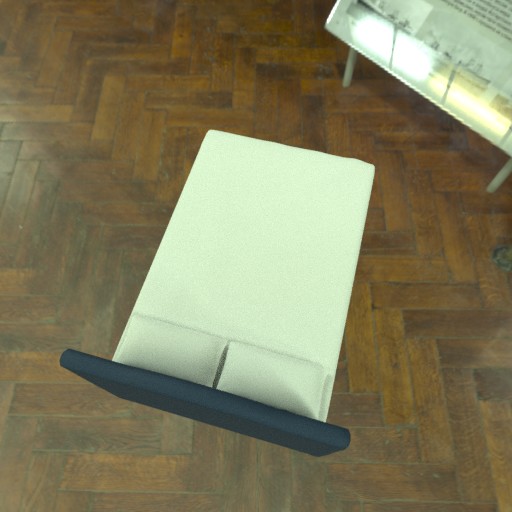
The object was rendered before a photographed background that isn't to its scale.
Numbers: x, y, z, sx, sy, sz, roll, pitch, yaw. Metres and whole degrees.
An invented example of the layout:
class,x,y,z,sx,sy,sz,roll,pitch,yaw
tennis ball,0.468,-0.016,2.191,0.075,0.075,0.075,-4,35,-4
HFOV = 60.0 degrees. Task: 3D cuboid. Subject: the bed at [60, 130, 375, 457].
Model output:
class,x,y,z,sx,sy,sz,roll,pitch,yaw
bed,0.000,0.000,3.506,1.741,1.441,2.507,14,65,7
